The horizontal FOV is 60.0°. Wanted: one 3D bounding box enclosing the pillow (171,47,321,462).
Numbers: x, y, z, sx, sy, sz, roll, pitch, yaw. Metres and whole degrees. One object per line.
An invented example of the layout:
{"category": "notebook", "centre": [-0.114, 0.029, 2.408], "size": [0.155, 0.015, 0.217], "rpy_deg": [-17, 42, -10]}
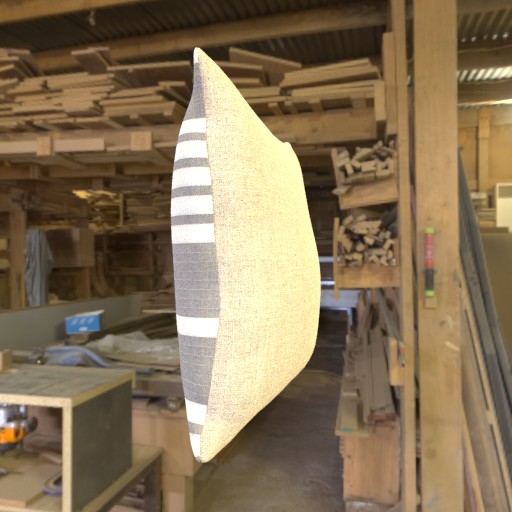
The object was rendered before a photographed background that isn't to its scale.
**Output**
{"category": "pillow", "centre": [0.000, 0.000, 0.660], "size": [0.182, 0.440, 0.439], "rpy_deg": [0, 0, 17]}
